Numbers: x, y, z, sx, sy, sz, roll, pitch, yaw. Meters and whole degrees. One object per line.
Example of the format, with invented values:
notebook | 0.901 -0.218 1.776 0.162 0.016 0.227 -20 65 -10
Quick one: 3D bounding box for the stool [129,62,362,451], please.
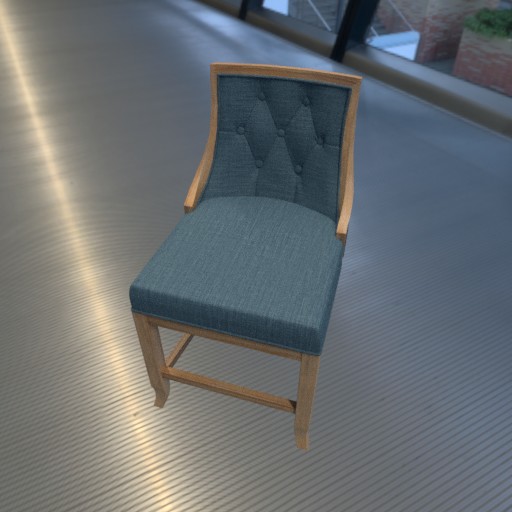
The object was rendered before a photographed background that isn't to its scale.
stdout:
stool | 0.000 0.000 1.350 0.524 0.938 0.626 11 41 13
